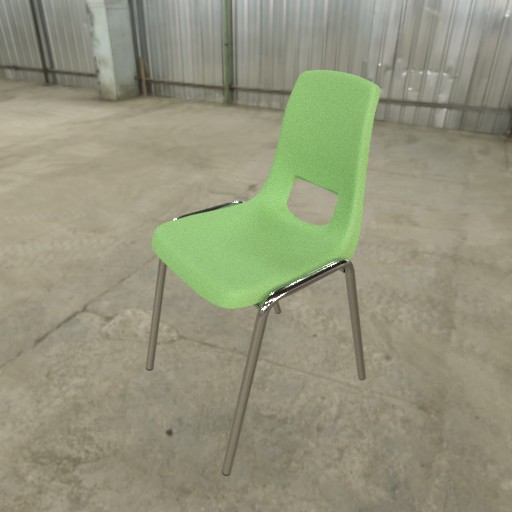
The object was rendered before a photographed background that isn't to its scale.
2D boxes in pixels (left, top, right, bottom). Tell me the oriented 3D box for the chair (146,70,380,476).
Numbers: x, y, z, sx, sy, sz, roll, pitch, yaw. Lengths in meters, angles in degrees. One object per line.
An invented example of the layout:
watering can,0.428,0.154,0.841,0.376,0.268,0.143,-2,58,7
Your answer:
chair,0.000,0.000,0.951,0.436,0.704,0.381,-21,36,-31
